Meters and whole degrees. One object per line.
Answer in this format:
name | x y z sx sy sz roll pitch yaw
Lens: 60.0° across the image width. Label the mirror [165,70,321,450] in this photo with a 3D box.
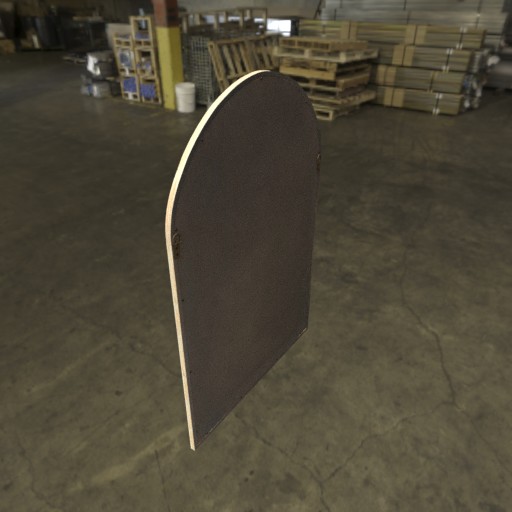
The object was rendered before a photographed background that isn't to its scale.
mirror | 0.000 0.000 1.175 0.032 0.915 0.609 20 37 30
